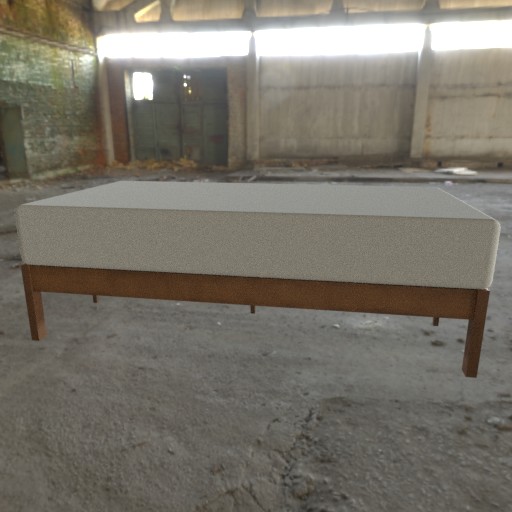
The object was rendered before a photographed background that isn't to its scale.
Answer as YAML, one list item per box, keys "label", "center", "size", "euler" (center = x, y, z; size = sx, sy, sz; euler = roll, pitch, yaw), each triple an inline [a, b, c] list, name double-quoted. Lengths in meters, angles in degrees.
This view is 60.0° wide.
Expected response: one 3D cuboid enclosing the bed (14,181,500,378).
- label: "bed"
  center: [0.000, 0.000, 2.227]
  size: [1.902, 0.616, 0.961]
  euler: [3, 16, 9]
